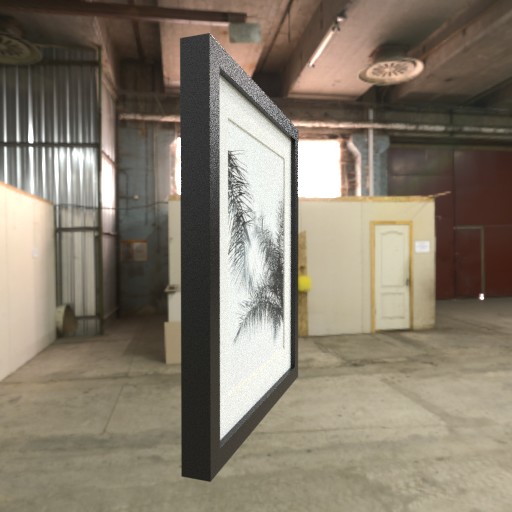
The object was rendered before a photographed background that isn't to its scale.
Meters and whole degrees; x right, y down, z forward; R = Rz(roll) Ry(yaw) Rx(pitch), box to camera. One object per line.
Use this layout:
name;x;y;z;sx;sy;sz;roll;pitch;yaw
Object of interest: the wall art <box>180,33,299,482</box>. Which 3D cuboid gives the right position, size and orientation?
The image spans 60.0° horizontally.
wall art;0.000;0.000;0.534;0.028;0.380;0.325;0;1;19
